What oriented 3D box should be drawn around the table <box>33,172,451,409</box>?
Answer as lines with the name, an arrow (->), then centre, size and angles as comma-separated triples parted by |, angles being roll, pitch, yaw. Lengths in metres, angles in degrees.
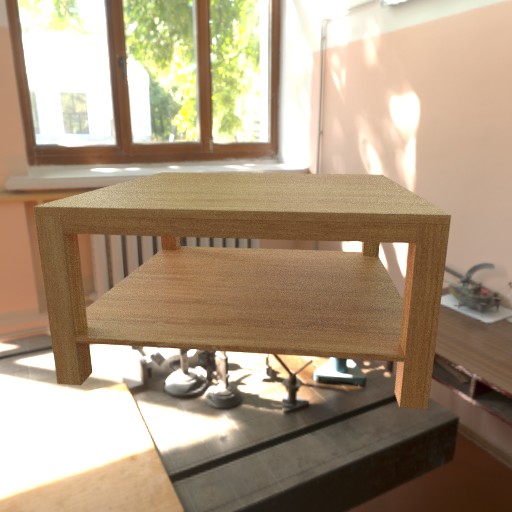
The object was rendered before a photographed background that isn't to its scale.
table -> 0.000, 0.000, 1.434 | 0.900, 0.450, 0.900 | 2, 16, 7
